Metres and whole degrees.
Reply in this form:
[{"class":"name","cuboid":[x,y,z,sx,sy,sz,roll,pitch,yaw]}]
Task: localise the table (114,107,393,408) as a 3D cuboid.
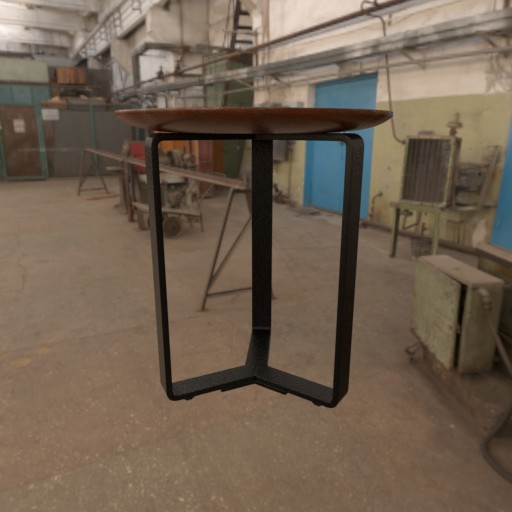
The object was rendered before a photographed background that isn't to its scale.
[{"class":"table","cuboid":[0.000,0.000,0.731,0.410,0.450,0.380,-8,18,-25]}]
